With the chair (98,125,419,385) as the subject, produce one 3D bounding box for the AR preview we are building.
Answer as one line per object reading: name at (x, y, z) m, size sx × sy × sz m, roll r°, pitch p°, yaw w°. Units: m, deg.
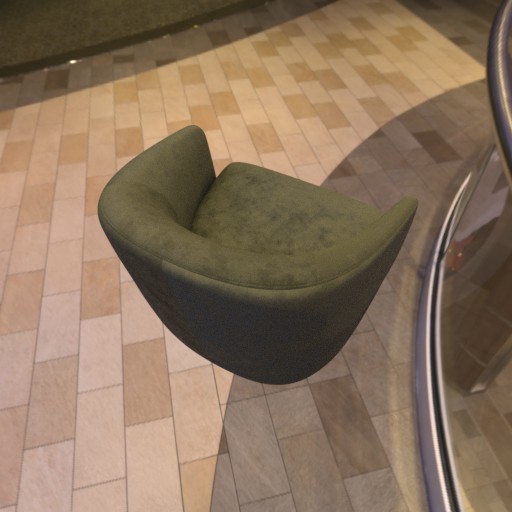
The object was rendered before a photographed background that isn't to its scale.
chair at (0.000, 0.000, 1.372) m, size 0.773 × 0.698 × 0.767 m, roll 23°, pitch 51°, yaw 20°
